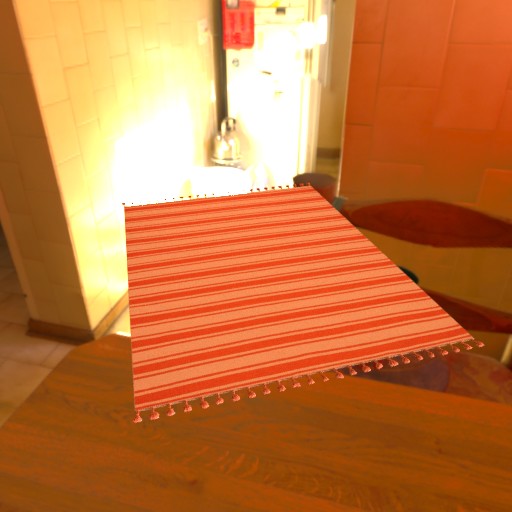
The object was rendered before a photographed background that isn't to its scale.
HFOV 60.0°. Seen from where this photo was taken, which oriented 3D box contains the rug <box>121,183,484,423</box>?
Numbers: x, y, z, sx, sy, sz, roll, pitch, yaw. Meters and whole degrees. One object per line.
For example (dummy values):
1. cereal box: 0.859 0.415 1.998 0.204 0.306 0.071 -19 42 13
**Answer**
1. rug: 0.000 0.000 4.281 2.451 0.035 3.369 -8 31 -14
